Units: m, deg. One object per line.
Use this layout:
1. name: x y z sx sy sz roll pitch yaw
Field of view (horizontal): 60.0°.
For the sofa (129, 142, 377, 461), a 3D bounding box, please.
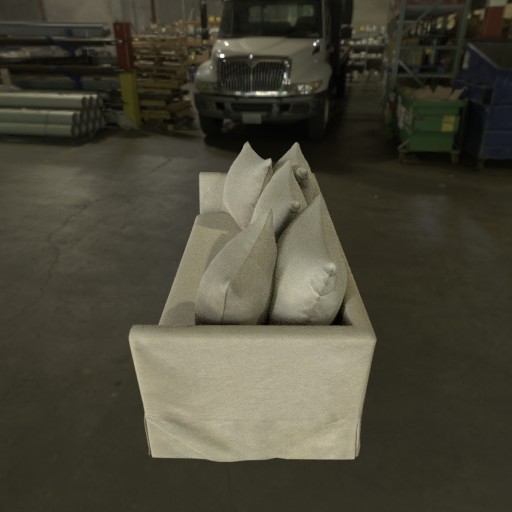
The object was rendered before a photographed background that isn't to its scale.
1. sofa: 0.000 0.000 2.826 1.031 1.034 2.290 0 26 1
